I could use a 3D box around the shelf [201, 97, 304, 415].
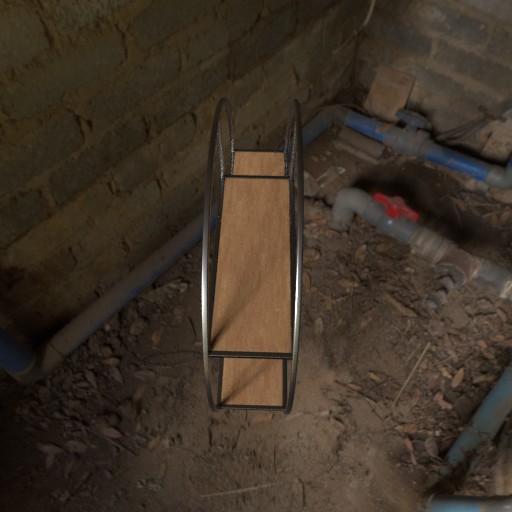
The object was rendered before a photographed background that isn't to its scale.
[{"bbox_3d":[0.000,0.000,1.325,0.202,0.888,0.888,1,58,1],"label":"shelf"}]
